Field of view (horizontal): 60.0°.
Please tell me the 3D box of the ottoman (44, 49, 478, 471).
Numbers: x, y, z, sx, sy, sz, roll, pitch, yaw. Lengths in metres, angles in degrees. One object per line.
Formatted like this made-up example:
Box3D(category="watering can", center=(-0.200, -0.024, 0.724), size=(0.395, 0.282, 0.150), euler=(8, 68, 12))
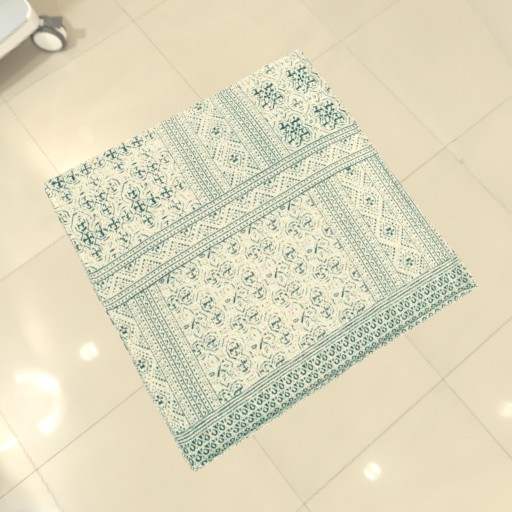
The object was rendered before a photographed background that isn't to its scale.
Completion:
Box3D(category="ottoman", center=(0.000, 0.000, 1.021), size=(0.626, 0.439, 0.617), euler=(-31, 78, -7))
